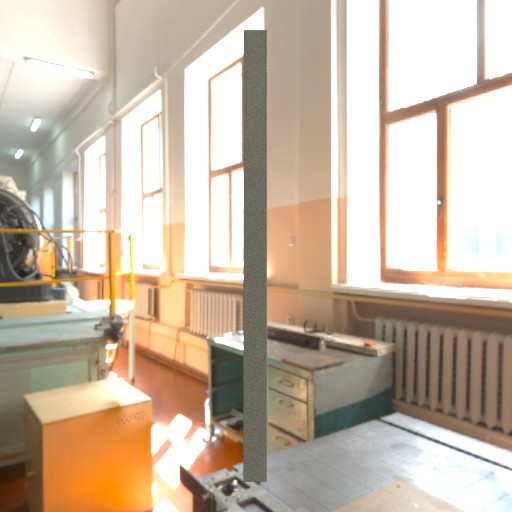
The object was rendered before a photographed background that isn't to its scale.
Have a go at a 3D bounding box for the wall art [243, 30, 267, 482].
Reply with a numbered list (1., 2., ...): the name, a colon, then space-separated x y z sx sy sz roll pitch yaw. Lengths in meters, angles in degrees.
1. wall art: 0.000 0.000 1.126 0.040 0.762 0.762 0 0 0
